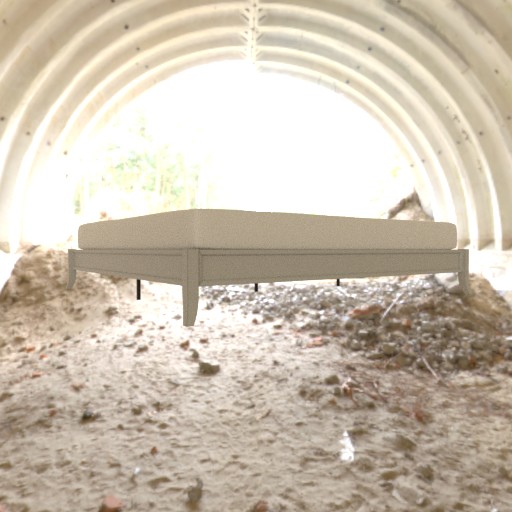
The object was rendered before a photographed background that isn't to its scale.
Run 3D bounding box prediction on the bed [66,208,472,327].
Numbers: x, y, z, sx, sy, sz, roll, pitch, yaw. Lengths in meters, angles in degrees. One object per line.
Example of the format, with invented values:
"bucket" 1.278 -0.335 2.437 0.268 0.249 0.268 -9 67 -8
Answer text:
"bed" 0.000 0.000 3.150 2.108 0.510 2.007 -1 1 -36
